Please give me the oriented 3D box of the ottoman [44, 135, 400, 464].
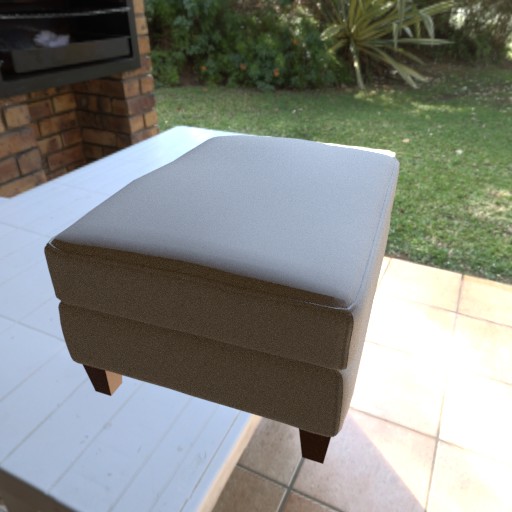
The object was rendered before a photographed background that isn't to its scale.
[{"bbox_3d":[0.000,0.000,1.174,0.634,0.479,0.818,10,32,17],"label":"ottoman"}]
